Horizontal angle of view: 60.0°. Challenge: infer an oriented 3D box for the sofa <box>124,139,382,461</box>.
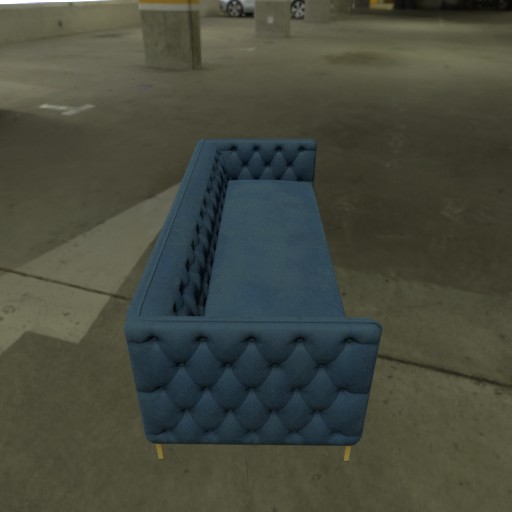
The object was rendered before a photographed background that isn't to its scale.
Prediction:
[{"bbox_3d":[0.000,0.000,2.597,0.895,0.771,2.209,0,31,1],"label":"sofa"}]
